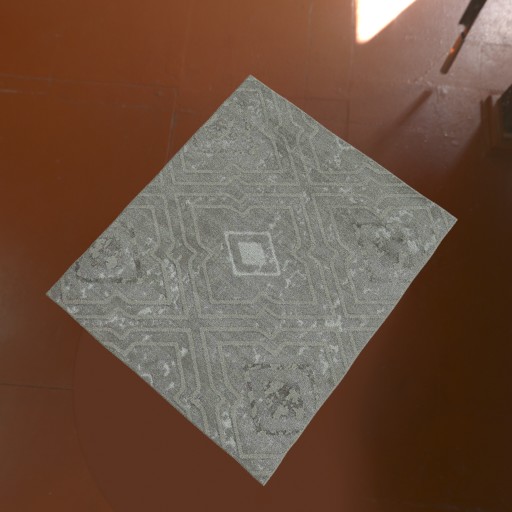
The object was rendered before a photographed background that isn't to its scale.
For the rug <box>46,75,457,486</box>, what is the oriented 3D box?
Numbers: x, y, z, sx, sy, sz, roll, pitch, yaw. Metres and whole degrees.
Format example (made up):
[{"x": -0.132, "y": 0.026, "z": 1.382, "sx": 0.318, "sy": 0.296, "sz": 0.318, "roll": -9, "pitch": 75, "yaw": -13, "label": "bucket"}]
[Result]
[{"x": 0.000, "y": 0.000, "z": 0.887, "sx": 0.548, "sy": 0.006, "sz": 0.639, "roll": 38, "pitch": 79, "yaw": 9, "label": "rug"}]
